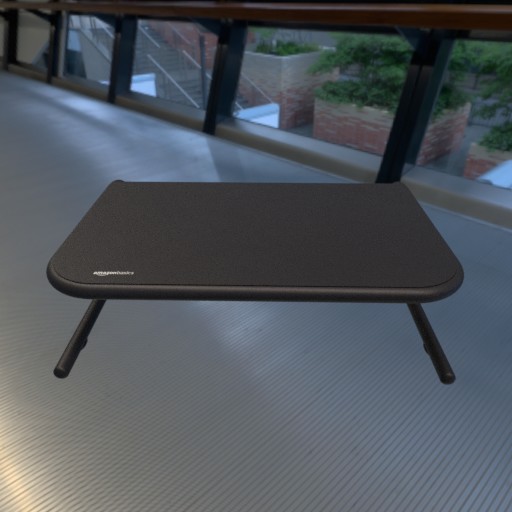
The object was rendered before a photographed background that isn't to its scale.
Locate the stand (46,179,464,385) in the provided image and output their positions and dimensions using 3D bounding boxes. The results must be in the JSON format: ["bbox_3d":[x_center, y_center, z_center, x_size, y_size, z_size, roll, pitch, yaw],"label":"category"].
[{"bbox_3d":[0.000,0.000,0.499,0.370,0.108,0.280,1,31,1],"label":"stand"}]
